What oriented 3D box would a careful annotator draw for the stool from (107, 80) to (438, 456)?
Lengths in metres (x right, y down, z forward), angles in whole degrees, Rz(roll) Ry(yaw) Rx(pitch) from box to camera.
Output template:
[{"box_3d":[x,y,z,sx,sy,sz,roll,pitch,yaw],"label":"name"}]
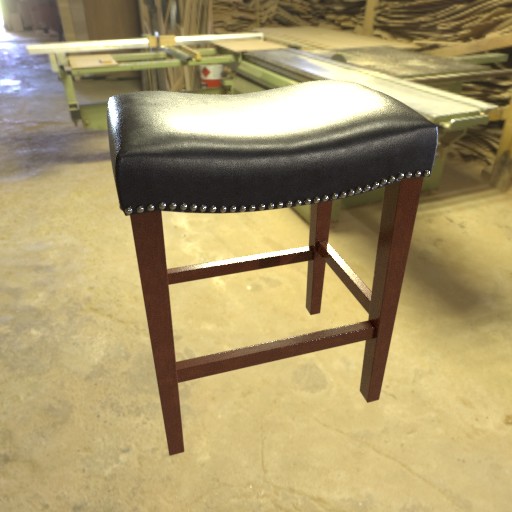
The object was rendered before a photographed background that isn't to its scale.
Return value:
[{"box_3d":[0.000,0.000,0.932,0.504,0.654,0.372,-9,33,-15],"label":"stool"}]
